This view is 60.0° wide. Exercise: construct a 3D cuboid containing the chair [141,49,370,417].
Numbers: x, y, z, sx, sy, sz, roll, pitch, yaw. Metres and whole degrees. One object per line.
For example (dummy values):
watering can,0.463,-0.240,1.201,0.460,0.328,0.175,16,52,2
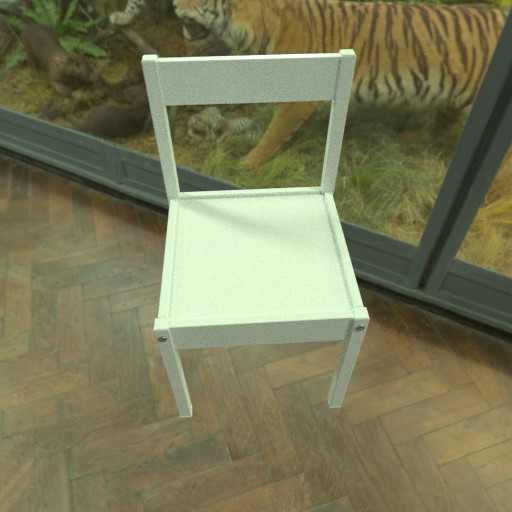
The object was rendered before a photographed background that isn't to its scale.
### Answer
chair,0.000,0.000,0.686,0.285,0.505,0.285,-3,48,-3
